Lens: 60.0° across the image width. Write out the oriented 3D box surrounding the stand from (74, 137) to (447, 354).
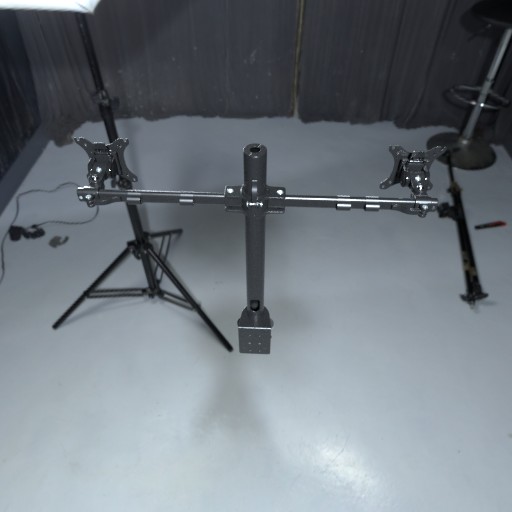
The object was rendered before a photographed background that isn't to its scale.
[{"bbox_3d":[0.000,0.000,1.012,0.743,0.603,0.150,2,46,2],"label":"stand"}]
